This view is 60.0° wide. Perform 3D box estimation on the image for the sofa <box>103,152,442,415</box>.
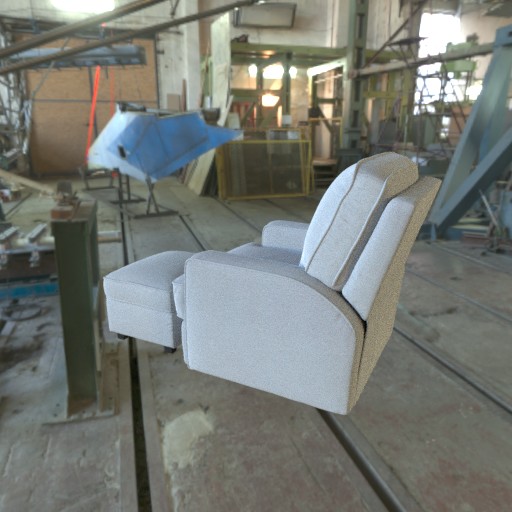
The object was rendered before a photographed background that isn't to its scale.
[{"bbox_3d":[0.000,0.000,2.076,1.472,0.959,0.861,8,18,26],"label":"sofa"}]
